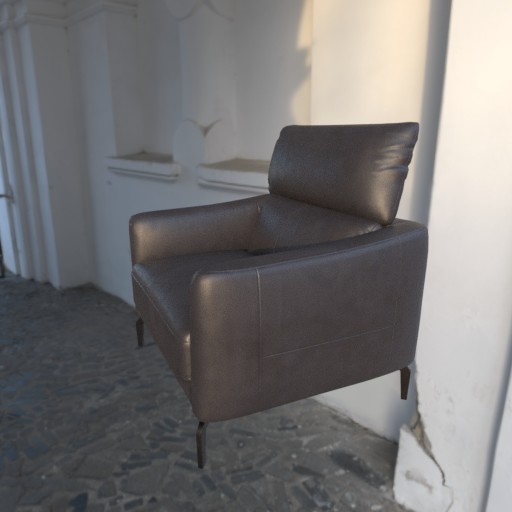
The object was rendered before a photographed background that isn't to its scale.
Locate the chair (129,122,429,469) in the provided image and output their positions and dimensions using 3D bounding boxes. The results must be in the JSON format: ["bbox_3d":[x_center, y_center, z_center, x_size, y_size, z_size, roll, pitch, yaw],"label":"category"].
[{"bbox_3d":[0.000,0.000,1.647,0.809,0.949,0.976,-8,17,-25],"label":"chair"}]
